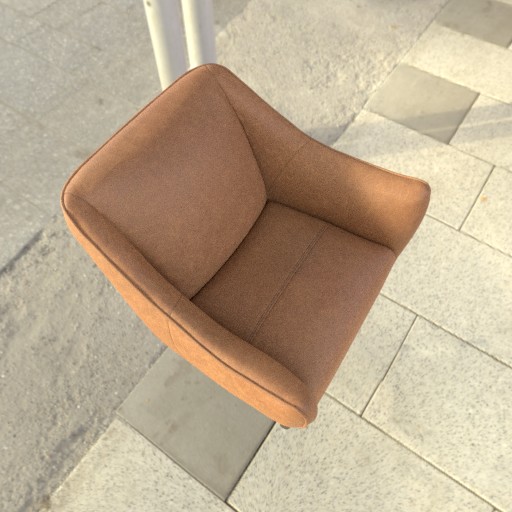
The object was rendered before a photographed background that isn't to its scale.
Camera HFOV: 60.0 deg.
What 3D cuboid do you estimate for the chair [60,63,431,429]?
[{"bbox_3d":[0.000,0.000,1.518,0.852,0.830,0.871,28,63,16],"label":"chair"}]
